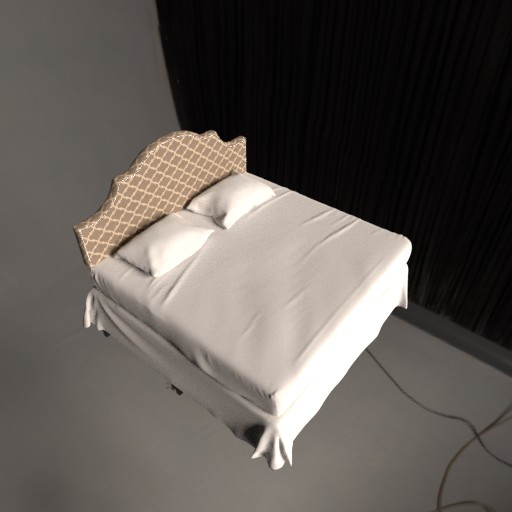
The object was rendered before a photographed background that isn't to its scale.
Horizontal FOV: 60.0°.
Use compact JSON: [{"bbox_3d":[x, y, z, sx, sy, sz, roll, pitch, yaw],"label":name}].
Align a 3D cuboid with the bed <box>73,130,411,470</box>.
[{"bbox_3d":[0.000,0.000,3.744,2.222,1.601,2.314,28,48,28],"label":"bed"}]
